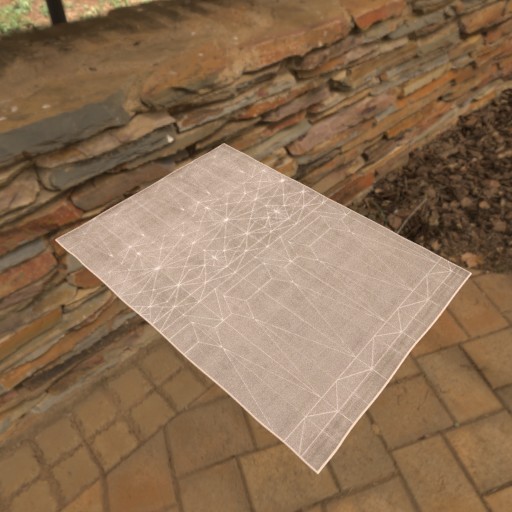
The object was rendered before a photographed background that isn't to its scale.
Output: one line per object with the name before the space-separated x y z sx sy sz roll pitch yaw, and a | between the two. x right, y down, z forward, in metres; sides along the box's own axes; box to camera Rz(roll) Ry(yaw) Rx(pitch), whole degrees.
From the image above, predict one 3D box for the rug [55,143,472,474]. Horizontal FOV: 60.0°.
rug | 0.000 0.000 4.383 3.357 0.019 2.449 33 55 28
